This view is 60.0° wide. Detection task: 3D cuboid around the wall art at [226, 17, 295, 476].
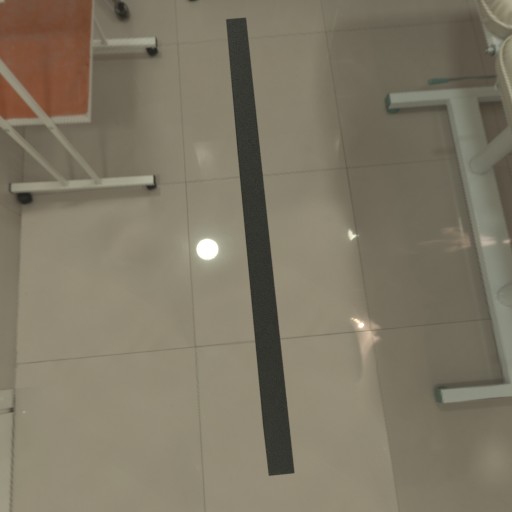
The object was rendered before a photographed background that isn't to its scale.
[{"bbox_3d":[0.000,0.000,0.560,0.021,0.301,0.443,-5,76,-1],"label":"wall art"}]
